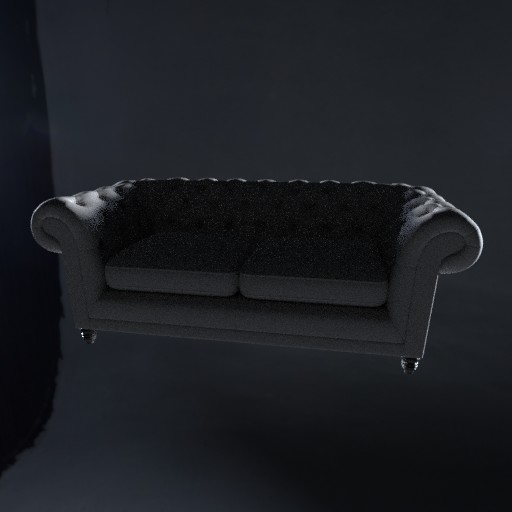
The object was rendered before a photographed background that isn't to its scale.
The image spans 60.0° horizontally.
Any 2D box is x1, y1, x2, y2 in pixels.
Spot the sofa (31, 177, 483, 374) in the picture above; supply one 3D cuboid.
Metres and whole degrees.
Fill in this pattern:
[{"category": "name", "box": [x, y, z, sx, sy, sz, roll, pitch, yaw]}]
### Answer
[{"category": "sofa", "box": [0.000, 0.000, 2.418, 1.998, 0.764, 0.986, 3, 16, 10]}]
